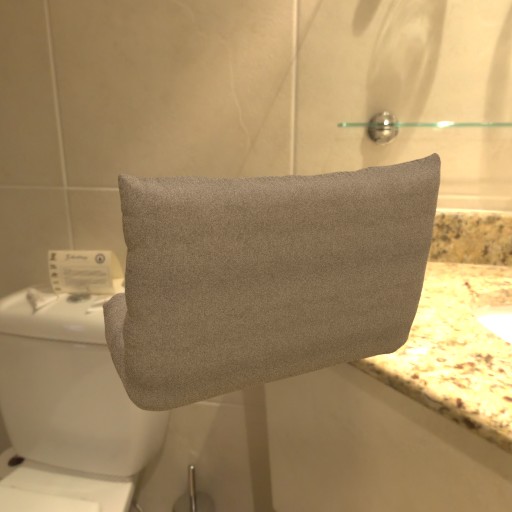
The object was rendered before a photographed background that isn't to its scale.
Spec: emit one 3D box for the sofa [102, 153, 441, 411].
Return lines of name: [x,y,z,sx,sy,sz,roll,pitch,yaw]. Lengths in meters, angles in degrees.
sofa: [0.000,0.000,1.750,1.144,0.795,0.847,-7,16,-25]
